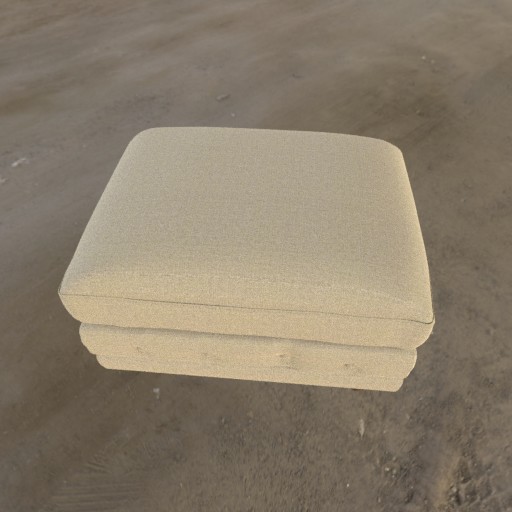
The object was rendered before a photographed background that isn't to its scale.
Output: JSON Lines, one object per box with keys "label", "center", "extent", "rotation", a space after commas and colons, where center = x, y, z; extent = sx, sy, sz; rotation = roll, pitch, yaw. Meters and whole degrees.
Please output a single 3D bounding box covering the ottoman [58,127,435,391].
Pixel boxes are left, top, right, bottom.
{"label": "ottoman", "center": [0.000, 0.000, 1.049], "extent": [0.684, 0.463, 0.541], "rotation": [4, 48, 4]}
